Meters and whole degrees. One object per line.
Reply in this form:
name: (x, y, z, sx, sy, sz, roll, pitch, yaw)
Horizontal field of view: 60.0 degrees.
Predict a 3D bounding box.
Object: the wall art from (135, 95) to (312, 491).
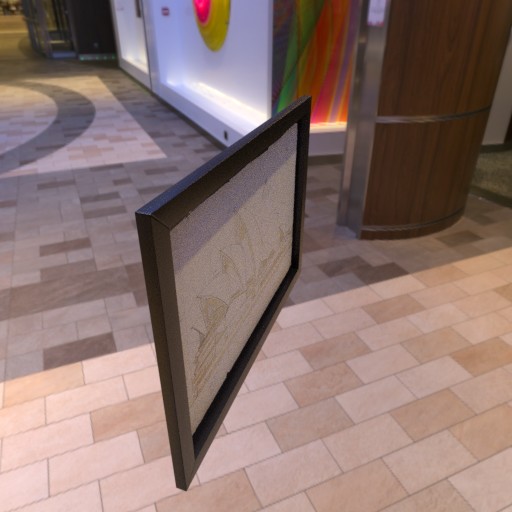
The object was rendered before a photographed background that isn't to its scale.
wall art: (0.000, 0.000, 0.550, 0.013, 0.306, 0.440, 10, 32, 17)
